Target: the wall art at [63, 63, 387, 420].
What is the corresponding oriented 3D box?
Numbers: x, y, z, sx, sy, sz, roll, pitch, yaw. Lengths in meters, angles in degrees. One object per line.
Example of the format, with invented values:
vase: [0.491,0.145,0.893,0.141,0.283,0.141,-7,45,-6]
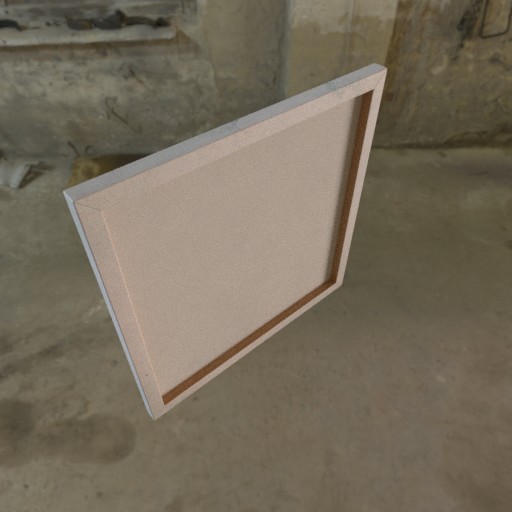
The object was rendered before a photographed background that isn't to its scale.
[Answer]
wall art: [0.000,0.000,1.127,0.762,0.762,0.038,-31,53,-27]
